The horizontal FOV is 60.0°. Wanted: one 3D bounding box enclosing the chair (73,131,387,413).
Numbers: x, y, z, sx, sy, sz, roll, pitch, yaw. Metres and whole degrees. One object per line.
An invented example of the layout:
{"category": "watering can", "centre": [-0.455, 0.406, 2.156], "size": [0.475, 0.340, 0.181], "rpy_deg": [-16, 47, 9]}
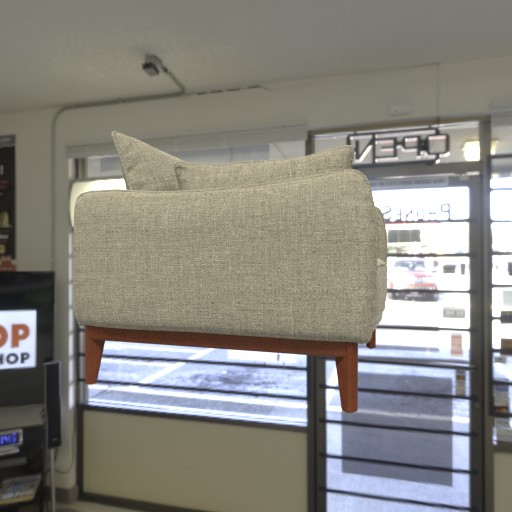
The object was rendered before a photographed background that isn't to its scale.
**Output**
{"category": "chair", "centre": [0.000, 0.000, 1.725], "size": [0.976, 0.839, 0.993], "rpy_deg": [0, 0, 18]}
